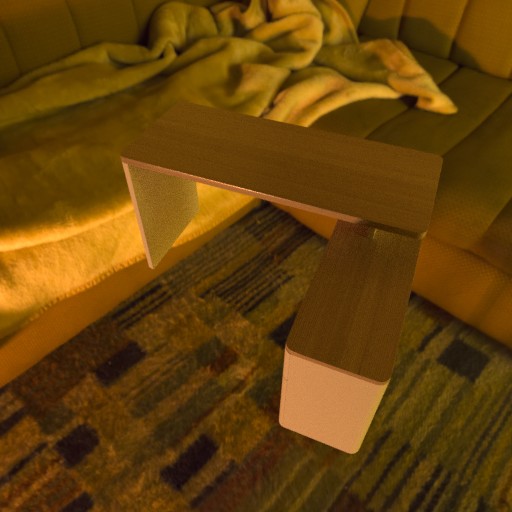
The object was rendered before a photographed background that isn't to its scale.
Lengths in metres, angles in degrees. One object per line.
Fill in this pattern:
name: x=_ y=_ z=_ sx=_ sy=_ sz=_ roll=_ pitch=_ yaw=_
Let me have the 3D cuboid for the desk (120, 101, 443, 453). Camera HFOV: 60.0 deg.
desk: x=0.000 y=0.000 z=2.143 sx=1.400 sy=0.770 sz=1.175 roll=17 pitch=48 yaw=15
